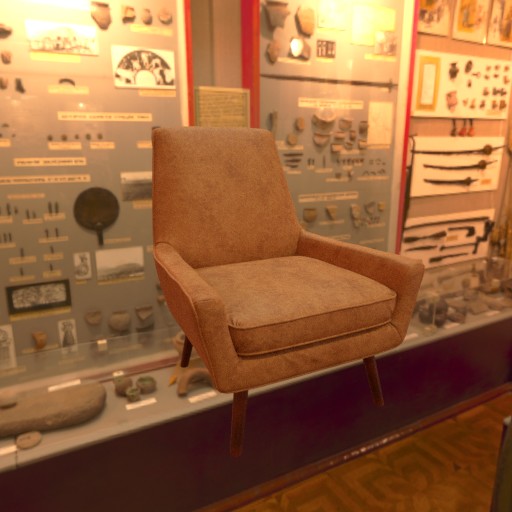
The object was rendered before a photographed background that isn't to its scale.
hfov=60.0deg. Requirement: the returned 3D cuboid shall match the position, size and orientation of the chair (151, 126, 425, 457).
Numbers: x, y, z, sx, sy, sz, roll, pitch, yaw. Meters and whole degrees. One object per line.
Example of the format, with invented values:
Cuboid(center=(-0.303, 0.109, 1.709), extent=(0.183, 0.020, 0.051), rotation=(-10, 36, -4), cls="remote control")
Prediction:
Cuboid(center=(0.000, 0.000, 1.536), extent=(0.753, 0.883, 0.851), rotation=(-7, 16, -27), cls="chair")
